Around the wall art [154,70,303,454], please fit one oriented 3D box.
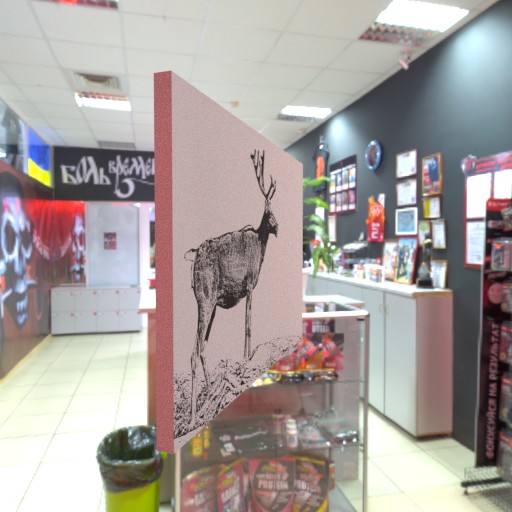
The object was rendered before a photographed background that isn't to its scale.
[{"bbox_3d":[0.000,0.000,1.144,0.033,0.617,0.906,1,2,19],"label":"wall art"}]
